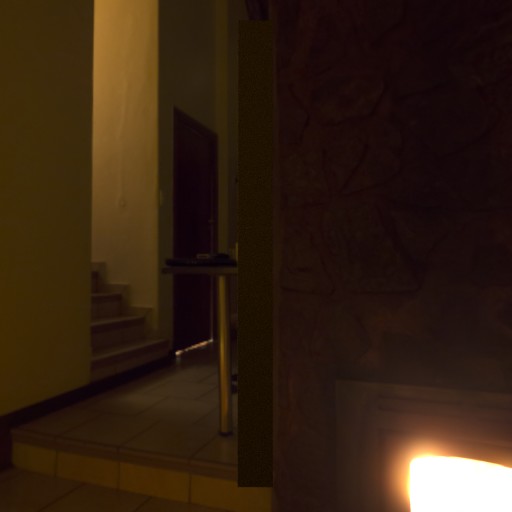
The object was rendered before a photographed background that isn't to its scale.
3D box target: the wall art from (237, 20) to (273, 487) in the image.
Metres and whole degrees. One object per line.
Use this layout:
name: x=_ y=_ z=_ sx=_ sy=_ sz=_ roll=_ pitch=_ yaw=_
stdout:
wall art: x=0.000 y=0.000 z=0.526 sx=0.029 sy=0.381 sz=0.330 roll=0 pitch=-2 yaw=0
